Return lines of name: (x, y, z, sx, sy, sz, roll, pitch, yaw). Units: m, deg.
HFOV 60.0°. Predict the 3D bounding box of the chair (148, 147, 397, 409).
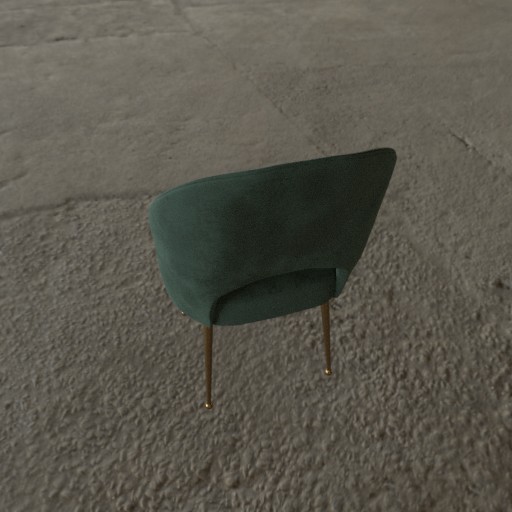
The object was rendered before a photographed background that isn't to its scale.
chair: (0.000, 0.000, 1.203, 0.527, 0.860, 0.577, -12, 41, -13)
